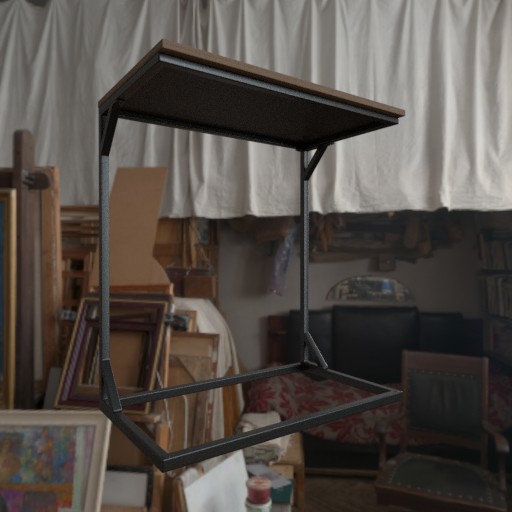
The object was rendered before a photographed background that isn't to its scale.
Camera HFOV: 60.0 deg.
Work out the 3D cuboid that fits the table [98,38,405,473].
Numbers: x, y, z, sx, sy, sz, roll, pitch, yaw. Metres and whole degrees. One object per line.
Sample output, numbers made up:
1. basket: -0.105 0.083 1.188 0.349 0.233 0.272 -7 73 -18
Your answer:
1. table: 0.000 0.000 0.997 0.597 0.673 0.351 0 1 -35
